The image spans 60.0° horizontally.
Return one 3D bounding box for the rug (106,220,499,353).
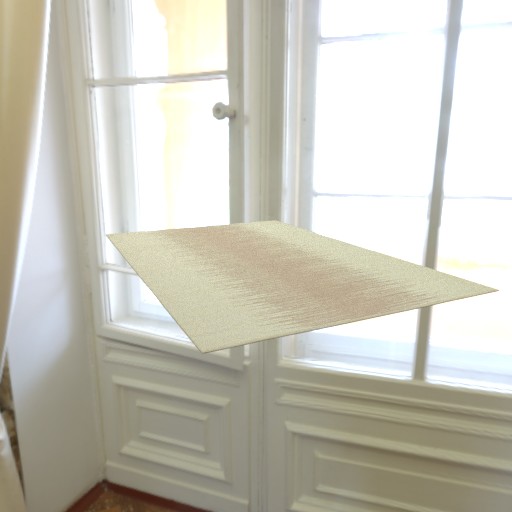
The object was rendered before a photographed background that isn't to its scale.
[{"bbox_3d":[0.000,0.000,2.283,1.234,0.006,1.850,-7,16,-25],"label":"rug"}]
